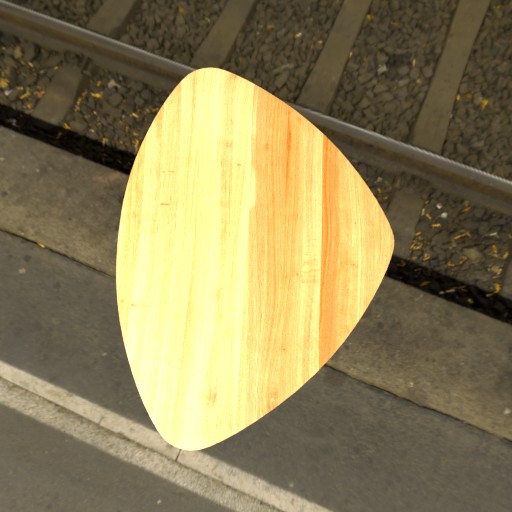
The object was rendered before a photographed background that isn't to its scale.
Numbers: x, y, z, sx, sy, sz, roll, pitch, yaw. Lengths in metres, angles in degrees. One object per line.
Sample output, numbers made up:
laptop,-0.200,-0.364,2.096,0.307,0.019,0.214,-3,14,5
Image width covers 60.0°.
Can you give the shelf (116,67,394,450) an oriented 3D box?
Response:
shelf,0.000,0.000,1.600,0.863,0.439,1.240,1,75,0
